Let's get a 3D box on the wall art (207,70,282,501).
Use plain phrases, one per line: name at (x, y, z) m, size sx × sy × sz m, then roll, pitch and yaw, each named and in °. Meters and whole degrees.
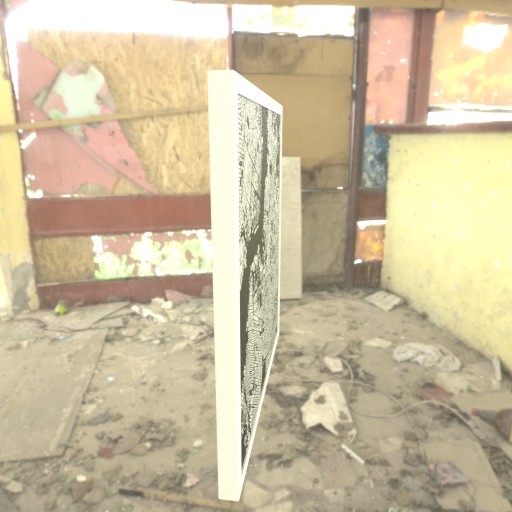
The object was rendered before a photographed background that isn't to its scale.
wall art at (0.000, 0.000, 1.109) m, size 0.050 × 0.762 × 0.761 m, roll 2°, pitch 15°, yaw 8°
